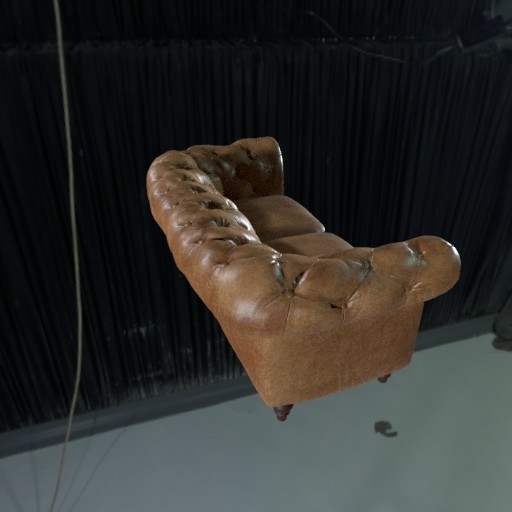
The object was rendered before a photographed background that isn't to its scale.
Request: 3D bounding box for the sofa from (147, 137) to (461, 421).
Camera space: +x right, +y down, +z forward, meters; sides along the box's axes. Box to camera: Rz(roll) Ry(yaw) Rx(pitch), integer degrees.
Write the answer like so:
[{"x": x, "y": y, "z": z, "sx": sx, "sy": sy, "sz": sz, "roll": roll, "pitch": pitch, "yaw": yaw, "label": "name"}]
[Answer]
[{"x": 0.000, "y": 0.000, "z": 2.560, "sx": 1.042, "sy": 0.877, "sz": 1.979, "roll": -11, "pitch": 31, "yaw": -19, "label": "sofa"}]
